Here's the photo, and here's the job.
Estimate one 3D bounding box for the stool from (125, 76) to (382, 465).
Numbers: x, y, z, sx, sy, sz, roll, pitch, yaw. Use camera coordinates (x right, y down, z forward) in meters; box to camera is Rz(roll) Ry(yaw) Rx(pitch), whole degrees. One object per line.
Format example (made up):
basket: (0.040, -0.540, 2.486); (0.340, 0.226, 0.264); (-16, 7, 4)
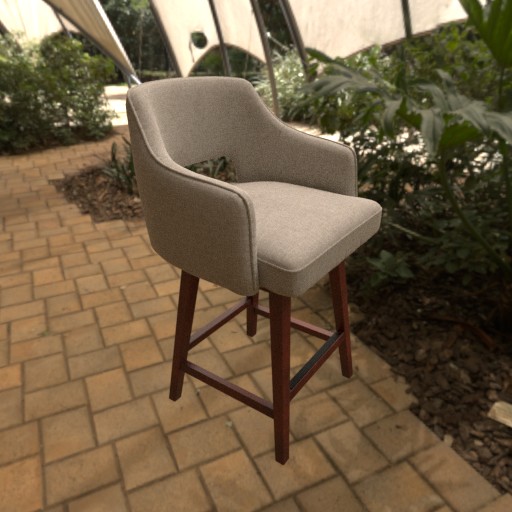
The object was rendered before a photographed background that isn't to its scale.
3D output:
stool: (0.000, 0.000, 1.290); (0.558, 0.944, 0.599); (17, 31, 31)
